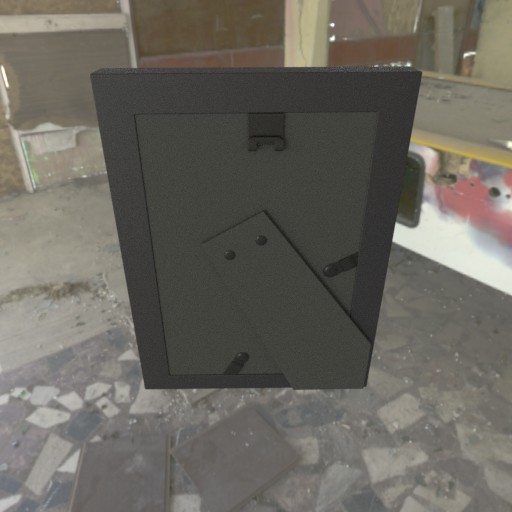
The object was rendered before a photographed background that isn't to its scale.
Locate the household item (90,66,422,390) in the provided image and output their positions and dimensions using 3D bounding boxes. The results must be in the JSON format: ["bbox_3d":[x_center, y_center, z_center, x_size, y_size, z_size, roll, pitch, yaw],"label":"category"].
[{"bbox_3d":[0.000,0.000,0.227,0.133,0.178,0.022,-1,31,-1],"label":"household item"}]
